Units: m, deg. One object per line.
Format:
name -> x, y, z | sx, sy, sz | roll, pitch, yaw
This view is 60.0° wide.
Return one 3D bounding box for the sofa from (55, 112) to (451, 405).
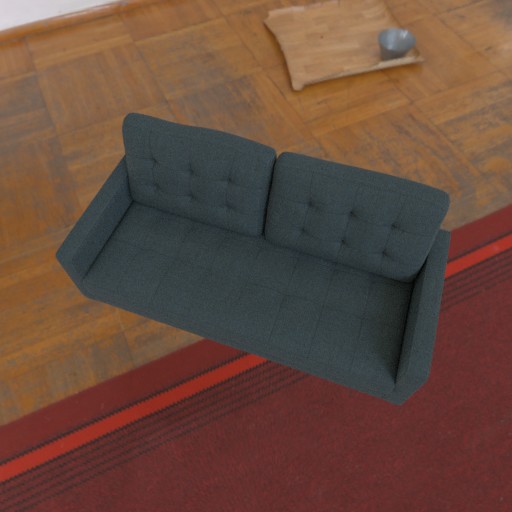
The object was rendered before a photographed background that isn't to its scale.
sofa -> 0.000, 0.000, 2.546 | 2.010, 1.050, 0.966 | 17, 60, 10
